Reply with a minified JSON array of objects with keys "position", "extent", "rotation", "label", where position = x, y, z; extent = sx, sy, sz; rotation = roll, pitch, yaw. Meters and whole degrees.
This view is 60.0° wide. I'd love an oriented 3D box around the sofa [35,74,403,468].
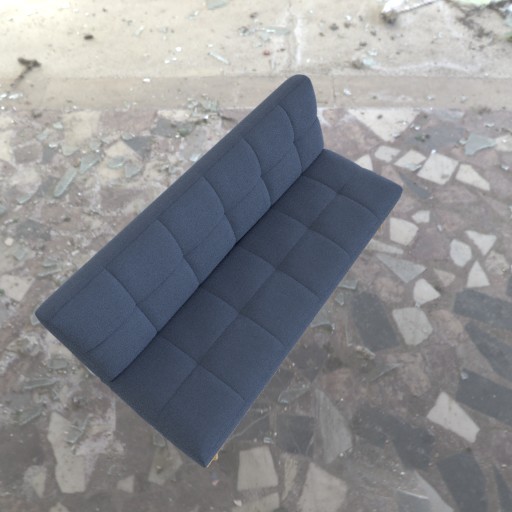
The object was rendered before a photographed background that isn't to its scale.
[{"position":[0.000,0.000,2.220],"extent":[0.796,0.800,1.800],"rotation":[32,63,18],"label":"sofa"}]
